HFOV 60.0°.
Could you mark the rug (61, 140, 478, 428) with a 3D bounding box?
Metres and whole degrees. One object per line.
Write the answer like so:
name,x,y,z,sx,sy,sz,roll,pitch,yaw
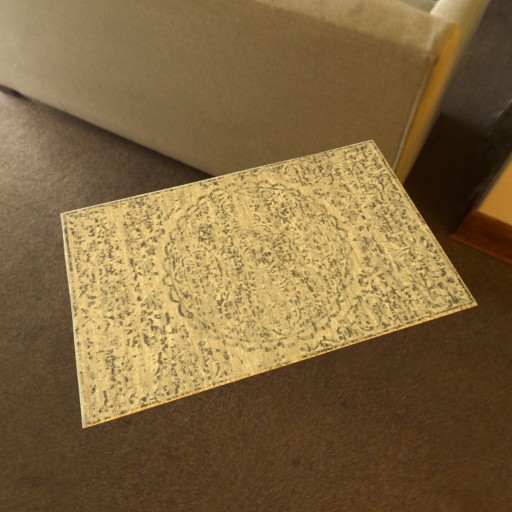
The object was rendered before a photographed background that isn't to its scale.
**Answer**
rug,0.000,0.000,2.975,2.447,0.021,1.527,-15,60,-9
